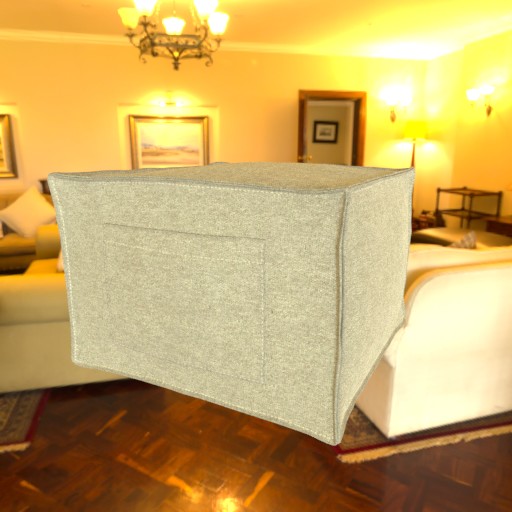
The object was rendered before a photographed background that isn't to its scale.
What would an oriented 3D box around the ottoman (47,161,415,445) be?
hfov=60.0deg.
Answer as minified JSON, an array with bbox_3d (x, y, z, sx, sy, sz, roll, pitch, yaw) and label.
[{"bbox_3d":[0.000,0.000,1.149,0.707,0.470,0.696,7,15,26],"label":"ottoman"}]
